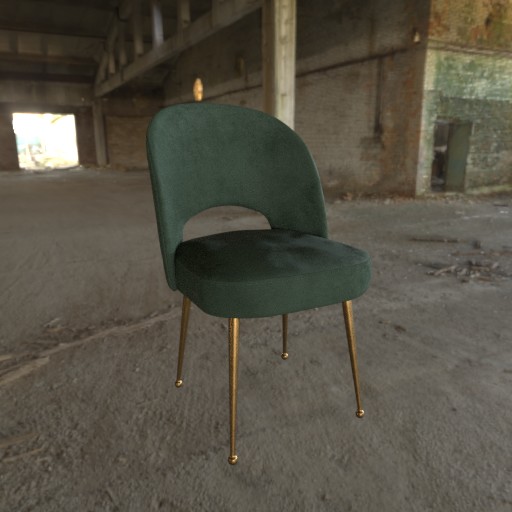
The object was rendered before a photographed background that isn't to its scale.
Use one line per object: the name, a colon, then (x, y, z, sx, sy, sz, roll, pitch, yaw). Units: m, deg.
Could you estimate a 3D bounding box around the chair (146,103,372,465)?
chair: (0.000, 0.000, 1.250, 0.527, 0.860, 0.577, -7, 16, -28)
